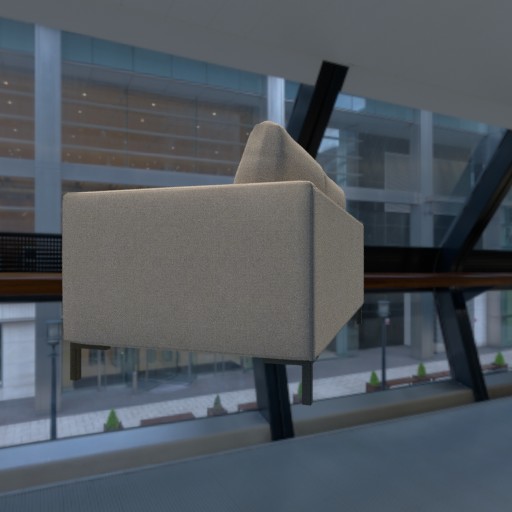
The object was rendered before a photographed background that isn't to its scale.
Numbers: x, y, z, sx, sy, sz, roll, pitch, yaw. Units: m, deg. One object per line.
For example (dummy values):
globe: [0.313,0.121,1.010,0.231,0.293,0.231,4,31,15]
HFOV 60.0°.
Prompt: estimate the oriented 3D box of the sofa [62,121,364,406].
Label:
sofa: [0.000,0.000,2.125,0.875,0.840,1.682,0,0,18]
